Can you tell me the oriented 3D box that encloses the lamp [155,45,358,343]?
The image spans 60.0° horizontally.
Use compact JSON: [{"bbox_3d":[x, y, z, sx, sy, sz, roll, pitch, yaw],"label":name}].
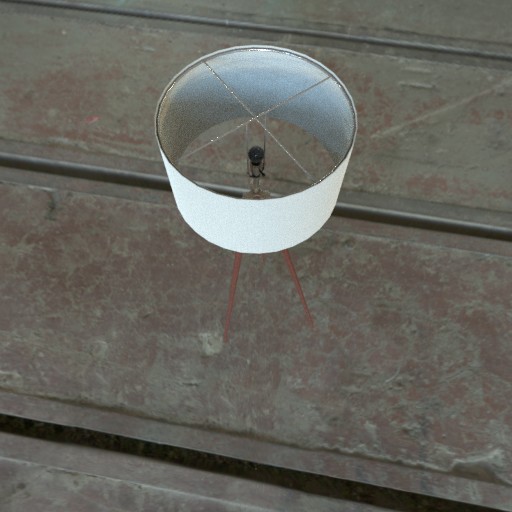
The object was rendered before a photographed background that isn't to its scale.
[{"bbox_3d":[0.000,0.000,1.757,0.483,1.553,0.483,-33,69,-15],"label":"lamp"}]
